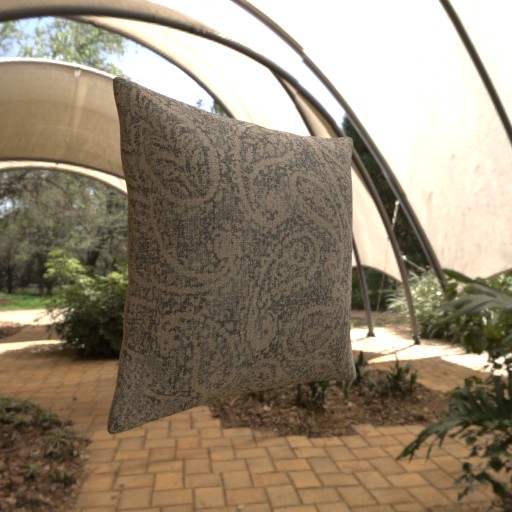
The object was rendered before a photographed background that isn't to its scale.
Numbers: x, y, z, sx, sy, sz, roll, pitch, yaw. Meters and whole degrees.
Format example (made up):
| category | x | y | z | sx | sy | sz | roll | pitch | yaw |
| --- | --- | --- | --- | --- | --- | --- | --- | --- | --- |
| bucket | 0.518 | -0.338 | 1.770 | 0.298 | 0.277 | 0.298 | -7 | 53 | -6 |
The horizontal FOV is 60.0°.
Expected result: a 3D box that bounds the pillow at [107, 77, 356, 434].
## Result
| category | x | y | z | sx | sy | sz | roll | pitch | yaw |
| --- | --- | --- | --- | --- | --- | --- | --- | --- | --- |
| pillow | 0.000 | 0.000 | 0.779 | 0.523 | 0.510 | 0.166 | 1 | -1 | -38 |
